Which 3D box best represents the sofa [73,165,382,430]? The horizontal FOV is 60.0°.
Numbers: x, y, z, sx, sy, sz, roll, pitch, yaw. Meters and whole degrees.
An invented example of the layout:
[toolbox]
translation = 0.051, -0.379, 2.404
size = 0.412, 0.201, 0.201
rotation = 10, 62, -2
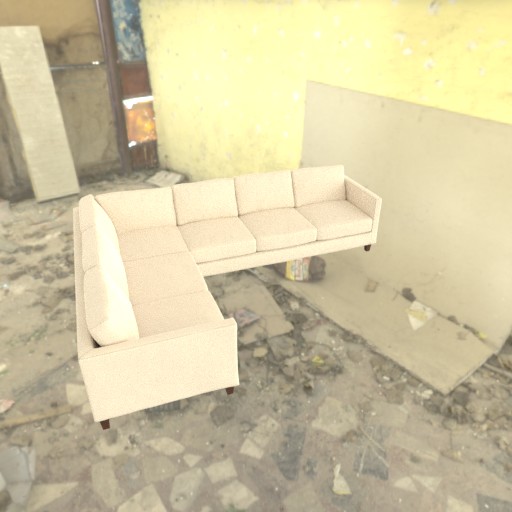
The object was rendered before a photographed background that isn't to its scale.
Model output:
[sofa]
translation = 0.000, 0.000, 4.231
size = 3.182, 0.863, 2.432
rotation = -11, 32, -18
